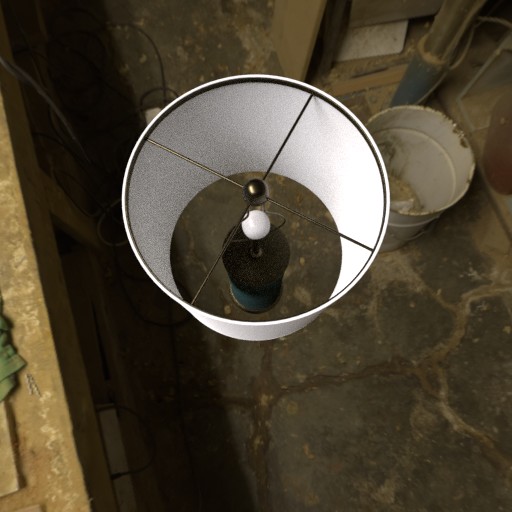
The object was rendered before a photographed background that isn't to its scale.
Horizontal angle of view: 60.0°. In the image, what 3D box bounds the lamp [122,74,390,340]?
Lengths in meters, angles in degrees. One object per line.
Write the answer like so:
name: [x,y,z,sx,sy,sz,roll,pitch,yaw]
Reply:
lamp: [0.000,0.000,0.790,0.301,0.630,0.301,-17,76,-4]
